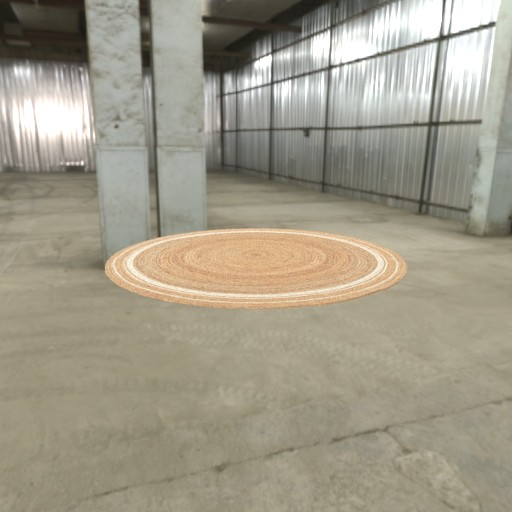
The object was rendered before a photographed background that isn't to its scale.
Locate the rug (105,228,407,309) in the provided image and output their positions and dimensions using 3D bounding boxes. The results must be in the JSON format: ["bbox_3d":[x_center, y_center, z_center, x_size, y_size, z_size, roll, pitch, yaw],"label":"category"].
[{"bbox_3d":[0.000,0.000,3.774,2.444,0.015,2.444,0,14,0],"label":"rug"}]
